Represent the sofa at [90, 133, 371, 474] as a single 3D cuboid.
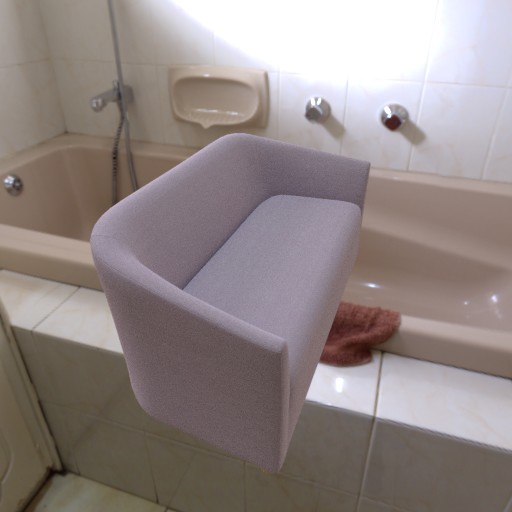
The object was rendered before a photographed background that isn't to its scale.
[{"bbox_3d":[0.000,0.000,1.864,0.705,0.721,1.452,11,33,18],"label":"sofa"}]
